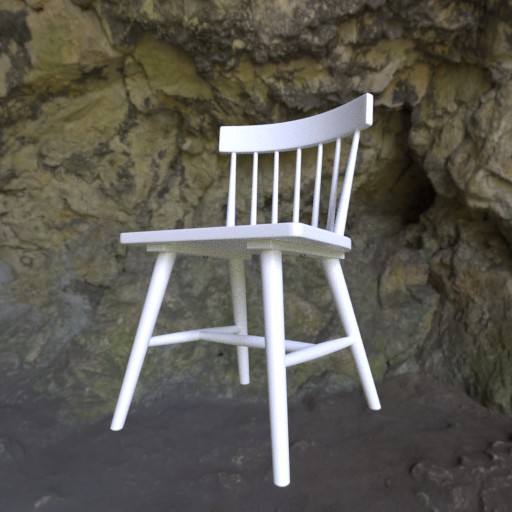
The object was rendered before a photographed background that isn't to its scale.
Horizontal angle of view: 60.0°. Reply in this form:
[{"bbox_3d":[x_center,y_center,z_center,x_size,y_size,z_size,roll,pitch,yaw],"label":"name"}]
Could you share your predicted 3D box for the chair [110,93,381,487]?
[{"bbox_3d":[0.000,0.000,1.076,0.483,0.787,0.500,-1,-1,35],"label":"chair"}]
